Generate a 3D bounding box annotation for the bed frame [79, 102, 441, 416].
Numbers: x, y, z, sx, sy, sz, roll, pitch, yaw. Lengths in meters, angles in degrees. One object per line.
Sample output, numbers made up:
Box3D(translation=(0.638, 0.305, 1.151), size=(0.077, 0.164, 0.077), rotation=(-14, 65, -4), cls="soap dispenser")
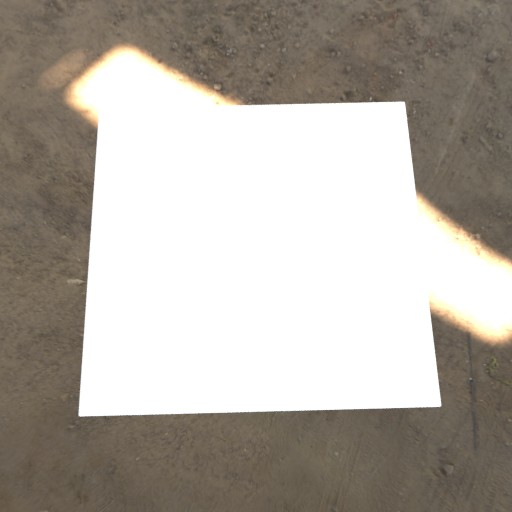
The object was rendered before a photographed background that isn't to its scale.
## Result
Box3D(translation=(0.000, 0.000, 2.979), size=(2.032, 0.559, 1.930), rotation=(-1, 76, 0), cls="bed frame")
